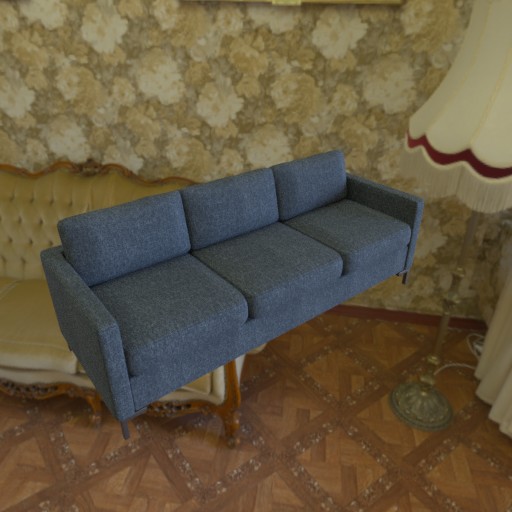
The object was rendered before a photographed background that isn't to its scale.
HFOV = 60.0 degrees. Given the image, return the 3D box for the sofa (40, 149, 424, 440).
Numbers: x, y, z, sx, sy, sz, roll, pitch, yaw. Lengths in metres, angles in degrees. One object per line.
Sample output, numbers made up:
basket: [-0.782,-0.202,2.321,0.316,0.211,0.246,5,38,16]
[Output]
sofa: [0.000,0.000,2.715,2.218,0.874,0.859,-21,36,-32]
